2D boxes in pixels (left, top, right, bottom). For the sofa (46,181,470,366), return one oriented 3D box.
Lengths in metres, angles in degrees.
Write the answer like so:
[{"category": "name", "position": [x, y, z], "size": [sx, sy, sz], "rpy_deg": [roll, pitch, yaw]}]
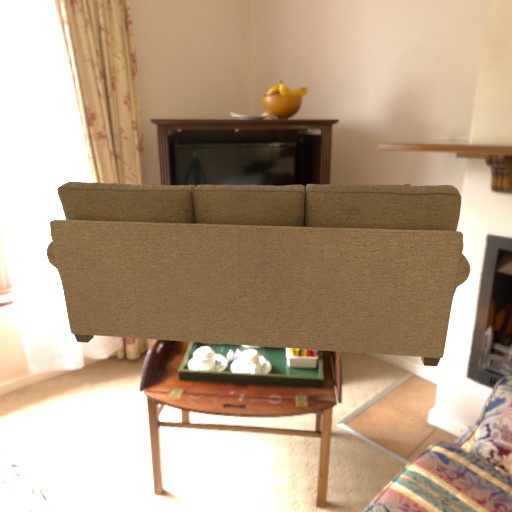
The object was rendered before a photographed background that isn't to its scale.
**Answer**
[{"category": "sofa", "position": [0.000, 0.000, 2.784], "size": [2.312, 0.975, 0.965], "rpy_deg": [2, 16, 8]}]
